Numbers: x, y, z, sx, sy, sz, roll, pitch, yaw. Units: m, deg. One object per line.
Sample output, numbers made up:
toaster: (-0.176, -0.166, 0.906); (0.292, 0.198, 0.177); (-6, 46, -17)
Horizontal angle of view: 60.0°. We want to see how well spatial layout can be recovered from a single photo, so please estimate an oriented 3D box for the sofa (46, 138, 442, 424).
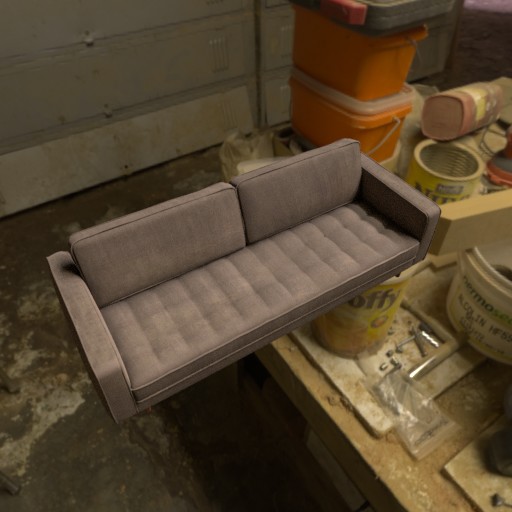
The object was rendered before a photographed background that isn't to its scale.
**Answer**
sofa: (0.000, 0.000, 2.770); (2.295, 0.813, 0.923); (-24, 49, -22)
